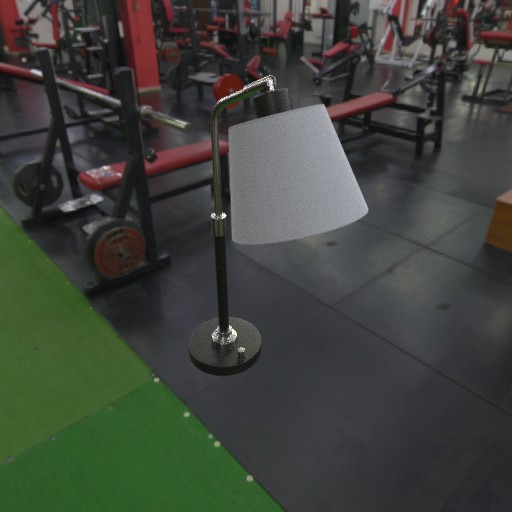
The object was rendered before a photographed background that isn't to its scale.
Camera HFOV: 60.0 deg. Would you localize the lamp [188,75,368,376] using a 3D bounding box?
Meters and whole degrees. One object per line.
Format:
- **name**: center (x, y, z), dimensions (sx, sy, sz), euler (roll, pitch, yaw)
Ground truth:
- **lamp**: center (0.000, 0.000, 0.695), dimensions (0.181, 0.539, 0.348), euler (-23, 38, -32)
